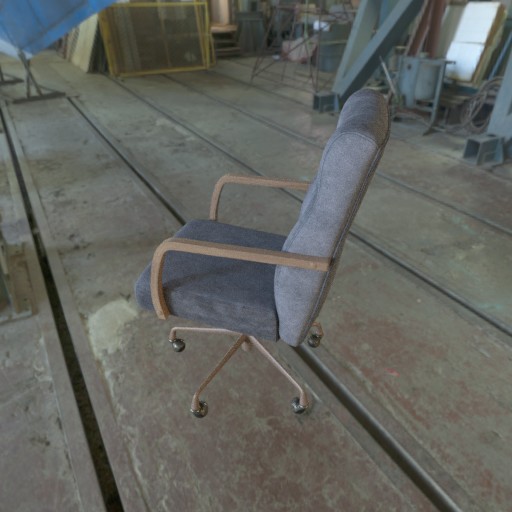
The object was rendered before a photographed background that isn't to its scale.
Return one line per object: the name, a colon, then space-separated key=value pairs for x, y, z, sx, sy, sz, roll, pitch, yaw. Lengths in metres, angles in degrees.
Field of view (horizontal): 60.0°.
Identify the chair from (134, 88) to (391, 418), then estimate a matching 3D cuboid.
chair: x=0.000 y=0.000 z=1.499 sx=0.741 sy=1.029 sz=0.640 roll=8 pitch=32 yaw=13
